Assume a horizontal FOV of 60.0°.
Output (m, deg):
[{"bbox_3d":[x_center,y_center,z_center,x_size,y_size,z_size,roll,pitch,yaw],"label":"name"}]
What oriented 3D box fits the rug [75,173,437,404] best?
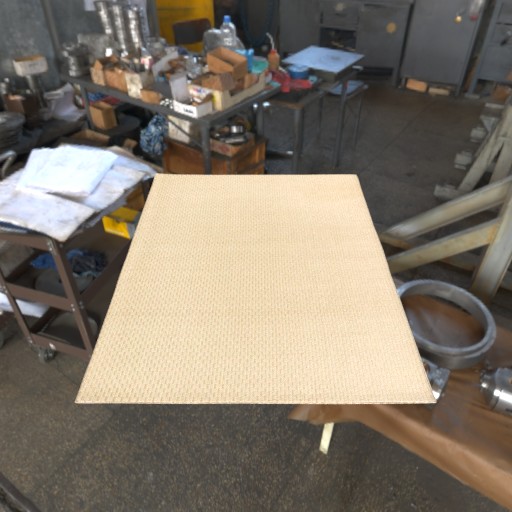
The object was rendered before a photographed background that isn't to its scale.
[{"bbox_3d":[0.000,0.000,3.893,2.277,0.035,2.897,0,40,0],"label":"rug"}]
